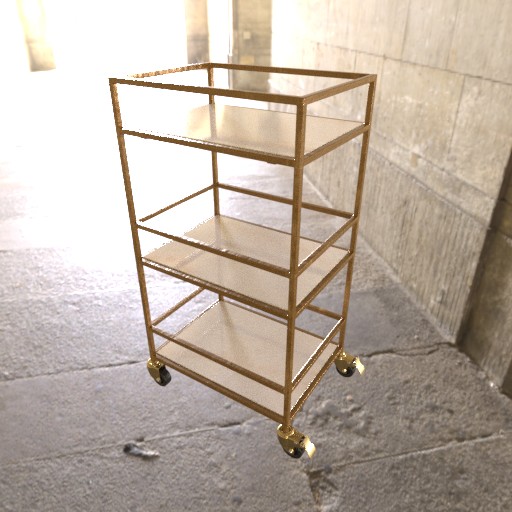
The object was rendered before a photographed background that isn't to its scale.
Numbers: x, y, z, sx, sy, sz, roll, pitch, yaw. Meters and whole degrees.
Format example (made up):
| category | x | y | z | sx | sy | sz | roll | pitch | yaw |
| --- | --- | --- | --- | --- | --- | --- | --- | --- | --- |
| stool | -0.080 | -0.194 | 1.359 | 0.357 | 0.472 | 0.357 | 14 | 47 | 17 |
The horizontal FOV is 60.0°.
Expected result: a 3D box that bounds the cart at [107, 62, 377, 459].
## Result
| category | x | y | z | sx | sy | sz | roll | pitch | yaw |
| --- | --- | --- | --- | --- | --- | --- | --- | --- | --- |
| cart | 0.000 | 0.000 | 1.005 | 0.483 | 0.761 | 0.332 | 17 | 34 | 28 |
